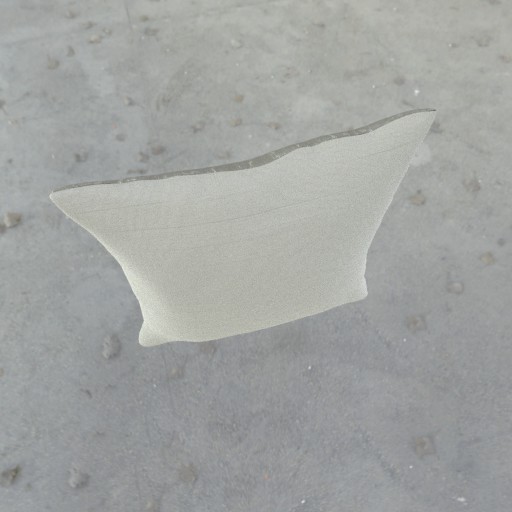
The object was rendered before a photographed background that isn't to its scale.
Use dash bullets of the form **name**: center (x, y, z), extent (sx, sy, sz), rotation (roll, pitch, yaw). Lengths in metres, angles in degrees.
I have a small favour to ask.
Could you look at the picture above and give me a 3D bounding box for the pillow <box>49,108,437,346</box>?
- **pillow**: center (0.000, 0.000, 0.705), extent (0.470, 0.464, 0.175), rotation (-13, 59, -8)
